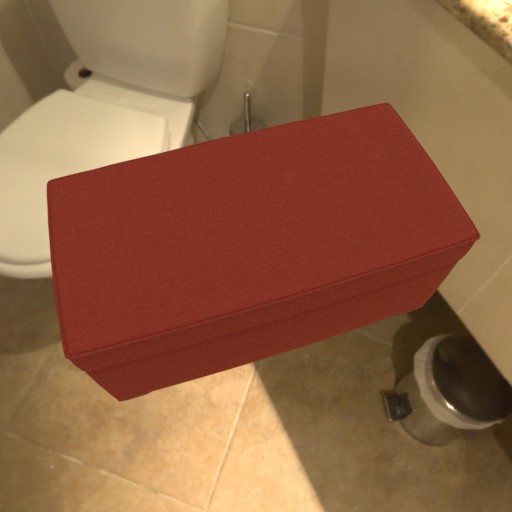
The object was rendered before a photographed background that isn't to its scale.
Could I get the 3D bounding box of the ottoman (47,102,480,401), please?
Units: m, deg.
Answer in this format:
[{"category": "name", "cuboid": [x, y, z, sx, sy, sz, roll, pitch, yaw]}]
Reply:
[{"category": "ottoman", "cuboid": [0.000, 0.000, 1.228, 0.948, 0.454, 0.497, -15, 61, -9]}]
